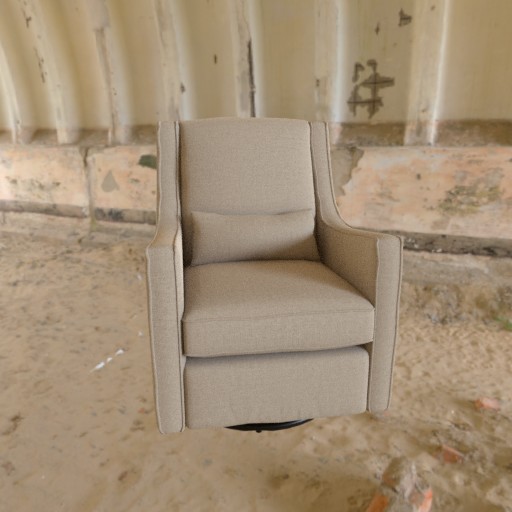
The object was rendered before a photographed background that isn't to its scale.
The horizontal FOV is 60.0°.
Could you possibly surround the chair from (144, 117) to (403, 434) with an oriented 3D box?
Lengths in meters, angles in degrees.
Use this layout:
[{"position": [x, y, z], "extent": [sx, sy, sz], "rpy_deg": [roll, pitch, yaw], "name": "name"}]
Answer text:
[{"position": [0.000, 0.000, 1.621], "extent": [0.732, 0.993, 0.879], "rpy_deg": [-3, 16, -9], "name": "chair"}]
